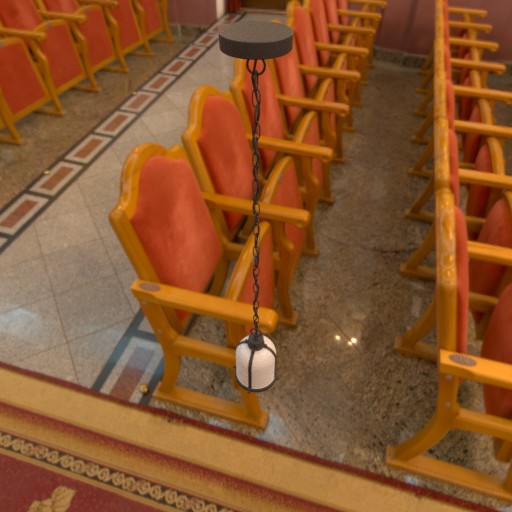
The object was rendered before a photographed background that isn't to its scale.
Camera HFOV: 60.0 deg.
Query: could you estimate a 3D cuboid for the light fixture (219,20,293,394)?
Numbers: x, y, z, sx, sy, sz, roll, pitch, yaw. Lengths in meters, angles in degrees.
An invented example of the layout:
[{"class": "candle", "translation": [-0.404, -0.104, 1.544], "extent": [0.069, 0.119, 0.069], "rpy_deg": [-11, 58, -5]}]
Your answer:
[{"class": "light fixture", "translation": [0.000, 0.000, 1.258], "extent": [0.178, 1.181, 0.178], "rpy_deg": [12, 43, 13]}]
